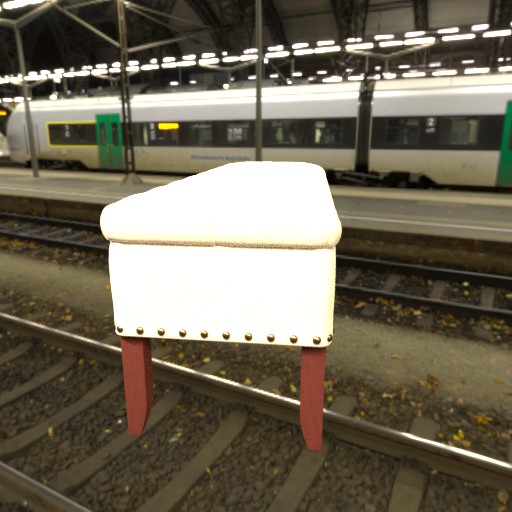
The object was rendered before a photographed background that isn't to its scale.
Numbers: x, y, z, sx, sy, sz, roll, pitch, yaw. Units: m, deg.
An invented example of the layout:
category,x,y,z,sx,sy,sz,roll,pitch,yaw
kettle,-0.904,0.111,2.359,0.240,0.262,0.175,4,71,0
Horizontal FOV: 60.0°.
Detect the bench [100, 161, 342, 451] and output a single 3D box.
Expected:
category,x,y,z,sx,sy,sz,roll,pitch,yaw
bench,0.000,0.000,1.254,0.400,0.470,1.054,2,15,7
